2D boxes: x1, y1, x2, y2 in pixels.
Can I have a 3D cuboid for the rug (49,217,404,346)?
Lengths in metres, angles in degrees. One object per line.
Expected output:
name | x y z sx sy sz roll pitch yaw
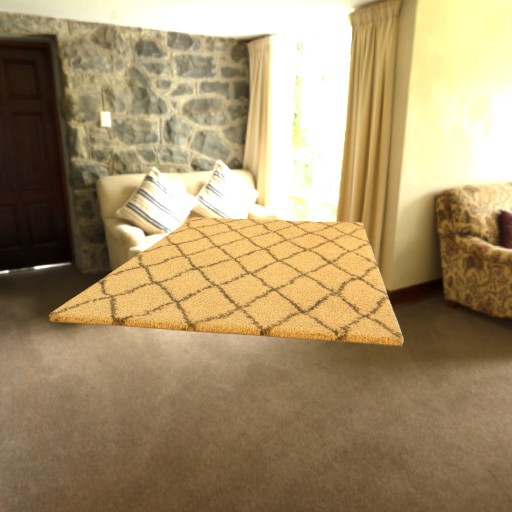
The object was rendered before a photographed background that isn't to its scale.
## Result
rug | 0.000 0.000 2.320 1.219 0.030 1.778 3 16 9
